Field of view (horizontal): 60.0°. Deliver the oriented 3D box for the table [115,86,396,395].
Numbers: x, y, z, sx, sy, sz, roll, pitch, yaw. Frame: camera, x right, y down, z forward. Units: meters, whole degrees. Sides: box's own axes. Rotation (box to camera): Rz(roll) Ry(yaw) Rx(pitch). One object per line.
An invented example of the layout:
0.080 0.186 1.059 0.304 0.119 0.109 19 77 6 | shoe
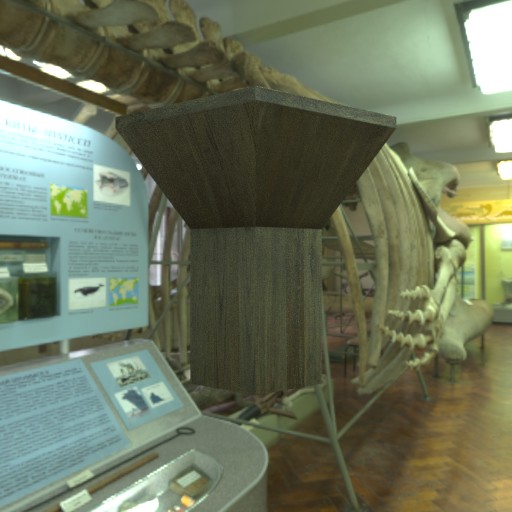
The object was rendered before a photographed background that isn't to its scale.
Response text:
0.000 0.000 1.104 0.592 0.586 0.683 0 0 0 | table
